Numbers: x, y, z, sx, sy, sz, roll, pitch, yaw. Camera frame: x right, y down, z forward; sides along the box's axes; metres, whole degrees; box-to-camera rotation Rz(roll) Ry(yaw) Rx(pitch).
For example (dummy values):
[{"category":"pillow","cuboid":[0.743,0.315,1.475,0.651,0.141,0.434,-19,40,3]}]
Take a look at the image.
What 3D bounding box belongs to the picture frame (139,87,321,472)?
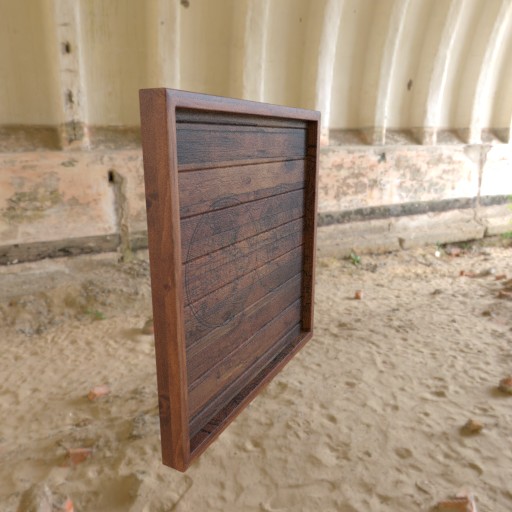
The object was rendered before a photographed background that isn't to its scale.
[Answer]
[{"category":"picture frame","cuboid":[0.000,0.000,0.545,0.028,0.356,0.352,8,17,27]}]
